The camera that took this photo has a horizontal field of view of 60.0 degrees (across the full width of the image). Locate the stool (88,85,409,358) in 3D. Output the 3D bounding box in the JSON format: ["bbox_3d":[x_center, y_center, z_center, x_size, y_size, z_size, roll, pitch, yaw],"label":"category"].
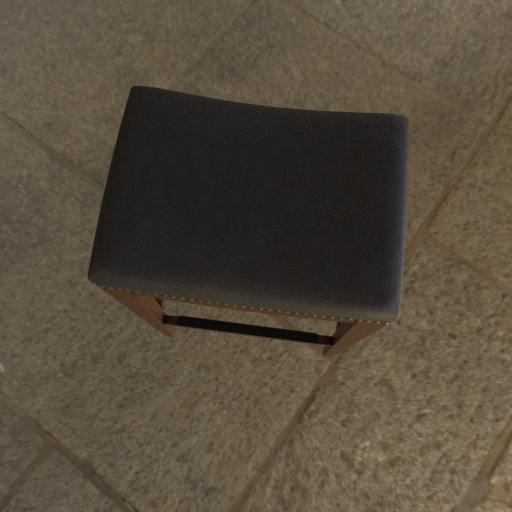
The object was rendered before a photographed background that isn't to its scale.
[{"bbox_3d":[0.000,0.000,1.003,0.500,0.765,0.361,7,75,2],"label":"stool"}]
